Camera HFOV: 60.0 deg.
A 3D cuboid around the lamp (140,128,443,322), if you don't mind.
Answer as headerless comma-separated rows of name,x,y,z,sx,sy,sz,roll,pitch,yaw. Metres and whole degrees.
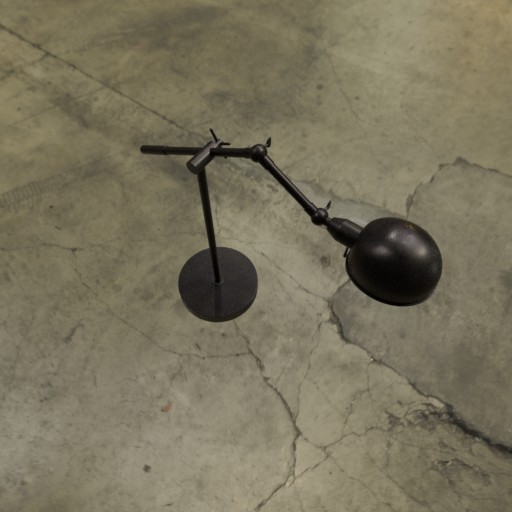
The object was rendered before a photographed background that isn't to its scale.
lamp,0.000,0.000,0.810,0.567,0.495,0.185,32,64,18
